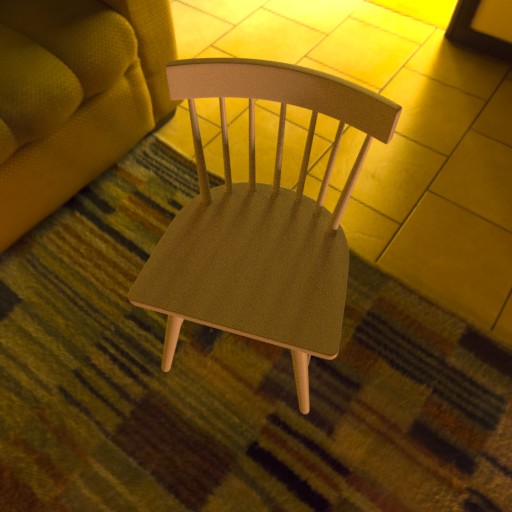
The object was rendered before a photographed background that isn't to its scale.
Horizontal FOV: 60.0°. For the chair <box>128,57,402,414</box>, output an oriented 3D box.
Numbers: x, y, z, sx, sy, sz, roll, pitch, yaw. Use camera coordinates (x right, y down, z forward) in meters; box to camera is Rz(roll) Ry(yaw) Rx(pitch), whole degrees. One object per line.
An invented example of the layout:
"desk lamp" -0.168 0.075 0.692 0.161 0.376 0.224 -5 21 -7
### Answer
"chair" 0.000 0.000 1.111 0.483 0.787 0.500 14 60 8
